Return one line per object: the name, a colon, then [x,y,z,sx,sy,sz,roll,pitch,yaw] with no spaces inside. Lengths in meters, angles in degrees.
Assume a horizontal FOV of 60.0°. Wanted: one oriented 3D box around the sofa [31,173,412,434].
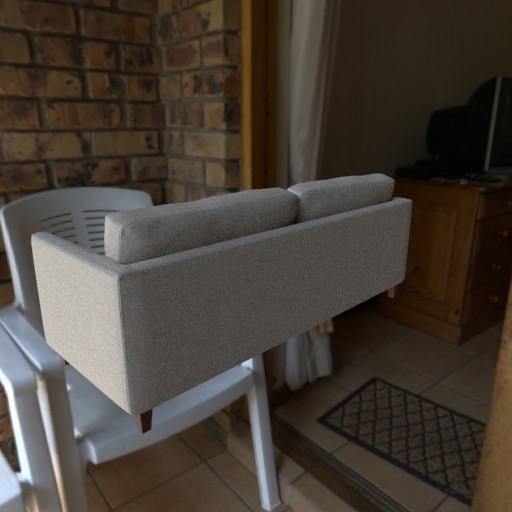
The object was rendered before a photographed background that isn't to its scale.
sofa: [0.000,0.000,2.876,0.951,0.965,2.434,16,23,42]
